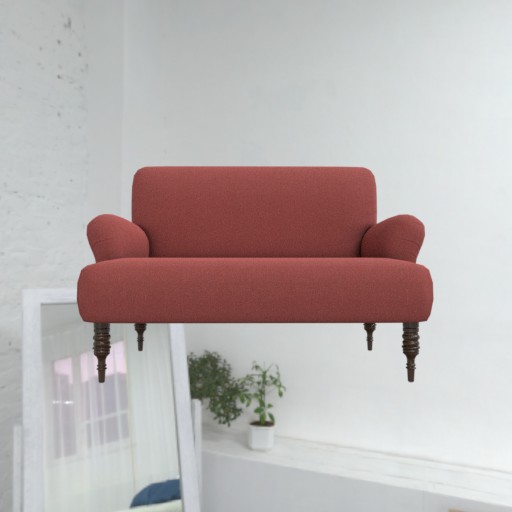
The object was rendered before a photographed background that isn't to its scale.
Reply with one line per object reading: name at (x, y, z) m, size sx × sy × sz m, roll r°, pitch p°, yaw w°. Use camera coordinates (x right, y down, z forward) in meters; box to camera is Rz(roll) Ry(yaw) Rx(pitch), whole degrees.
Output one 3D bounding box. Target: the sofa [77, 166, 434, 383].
sofa at (0.000, 0.000, 1.852) m, size 1.297 × 0.889 × 0.779 m, roll 0°, pitch -1°, yaw -1°
